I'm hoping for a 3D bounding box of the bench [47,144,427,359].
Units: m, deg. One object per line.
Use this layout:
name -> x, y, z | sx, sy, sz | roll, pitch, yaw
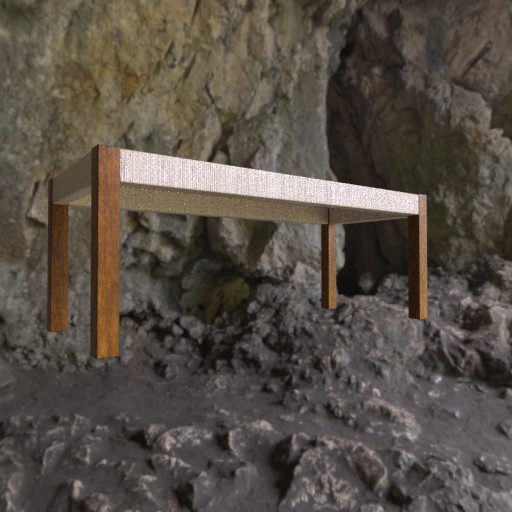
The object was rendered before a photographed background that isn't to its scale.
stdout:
bench -> 0.000, 0.000, 1.494 | 1.198, 0.457, 0.507 | 1, -1, -36
